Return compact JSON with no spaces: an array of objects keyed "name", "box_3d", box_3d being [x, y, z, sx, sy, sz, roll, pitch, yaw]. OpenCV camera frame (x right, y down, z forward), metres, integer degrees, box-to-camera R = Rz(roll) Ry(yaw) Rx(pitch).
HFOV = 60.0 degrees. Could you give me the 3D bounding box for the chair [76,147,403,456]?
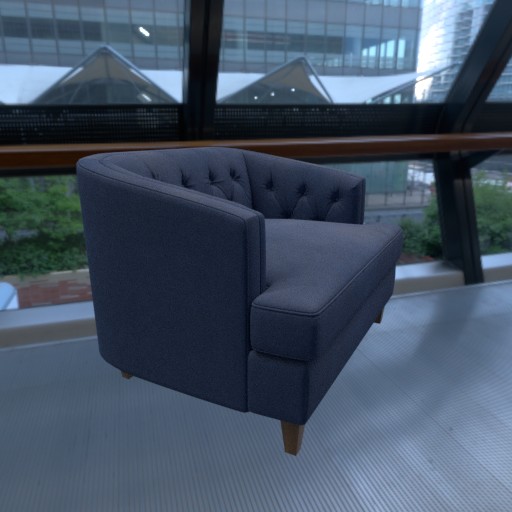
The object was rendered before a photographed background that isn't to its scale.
[{"name":"chair","box_3d":[0.000,0.000,1.722,0.914,0.787,1.118,8,18,27]}]
